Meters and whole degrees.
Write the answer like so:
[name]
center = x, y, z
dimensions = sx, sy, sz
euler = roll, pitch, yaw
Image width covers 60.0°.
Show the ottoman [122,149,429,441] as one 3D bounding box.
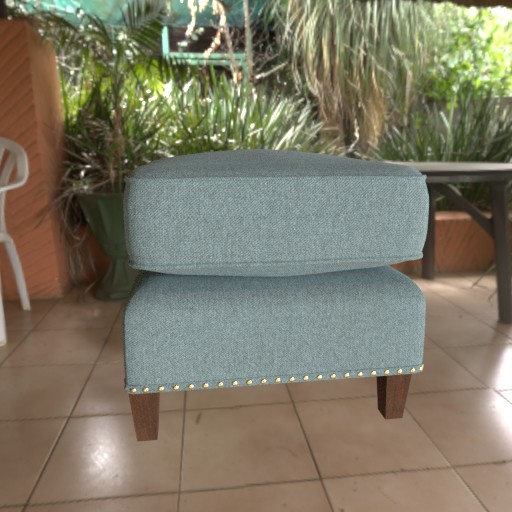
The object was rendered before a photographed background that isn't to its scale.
[ottoman]
center = 0.000, 0.000, 1.143
dimensions = 0.589, 0.537, 0.738
euler = -2, 14, -8
